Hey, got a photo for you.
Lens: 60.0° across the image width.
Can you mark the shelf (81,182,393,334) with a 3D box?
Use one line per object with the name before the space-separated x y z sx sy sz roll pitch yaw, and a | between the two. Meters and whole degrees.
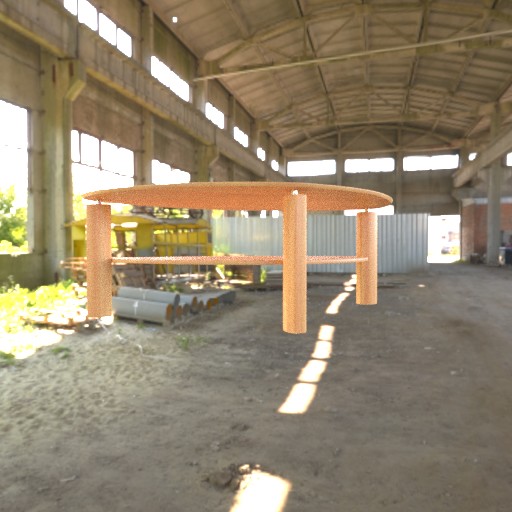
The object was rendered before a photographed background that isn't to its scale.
shelf | 0.000 0.000 1.680 1.246 0.440 0.845 0 1 -19
